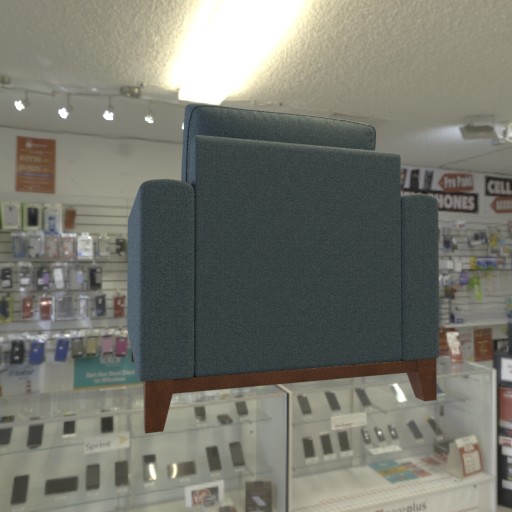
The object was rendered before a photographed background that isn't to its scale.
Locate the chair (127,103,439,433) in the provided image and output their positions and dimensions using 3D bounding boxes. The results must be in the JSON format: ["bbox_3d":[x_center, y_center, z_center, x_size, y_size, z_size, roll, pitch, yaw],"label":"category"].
[{"bbox_3d":[0.000,0.000,1.884,1.024,1.010,1.038,0,-1,-18],"label":"chair"}]
